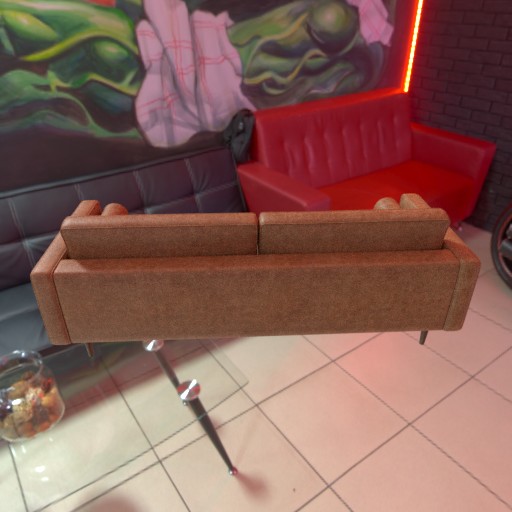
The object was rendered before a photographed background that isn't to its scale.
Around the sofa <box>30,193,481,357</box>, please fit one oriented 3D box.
[{"bbox_3d":[0.000,0.000,2.605,2.200,0.770,0.919,-2,31,-3],"label":"sofa"}]
